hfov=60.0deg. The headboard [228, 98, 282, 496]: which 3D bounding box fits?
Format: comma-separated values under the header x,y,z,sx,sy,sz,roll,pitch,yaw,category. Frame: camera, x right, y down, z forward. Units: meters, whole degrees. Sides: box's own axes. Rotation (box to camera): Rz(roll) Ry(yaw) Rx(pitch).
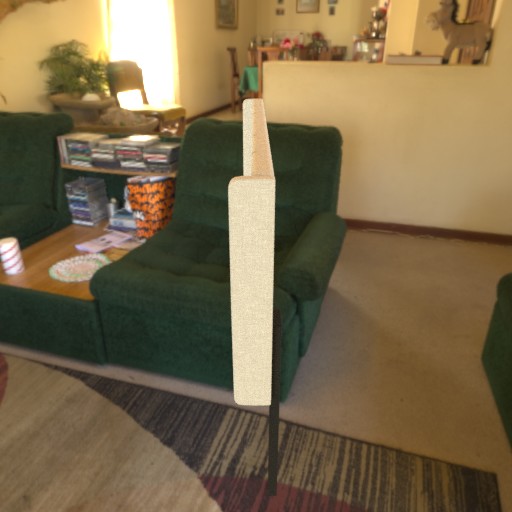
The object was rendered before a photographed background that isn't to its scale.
x,y,z,sx,sy,sz,roll,pitch,yaw,category
0.000,0.000,2.606,0.184,1.524,2.051,0,26,0,headboard
